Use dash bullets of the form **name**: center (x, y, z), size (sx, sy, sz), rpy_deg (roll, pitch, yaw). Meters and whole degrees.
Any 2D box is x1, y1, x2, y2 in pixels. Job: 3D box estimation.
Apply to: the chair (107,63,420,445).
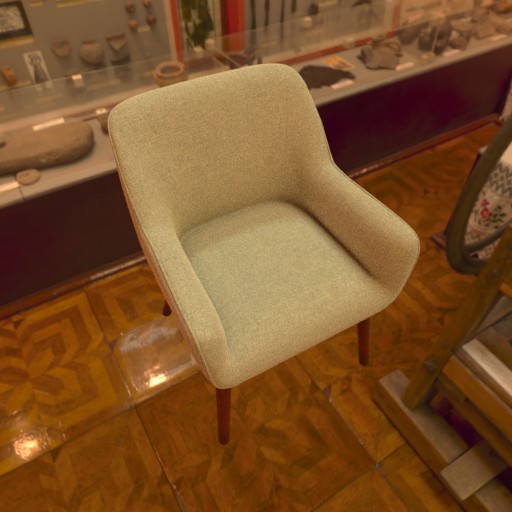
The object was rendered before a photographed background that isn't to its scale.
- **chair**: center (0.000, 0.000, 1.265), size (0.610, 0.813, 0.610), rpy_deg (-23, 51, -19)
